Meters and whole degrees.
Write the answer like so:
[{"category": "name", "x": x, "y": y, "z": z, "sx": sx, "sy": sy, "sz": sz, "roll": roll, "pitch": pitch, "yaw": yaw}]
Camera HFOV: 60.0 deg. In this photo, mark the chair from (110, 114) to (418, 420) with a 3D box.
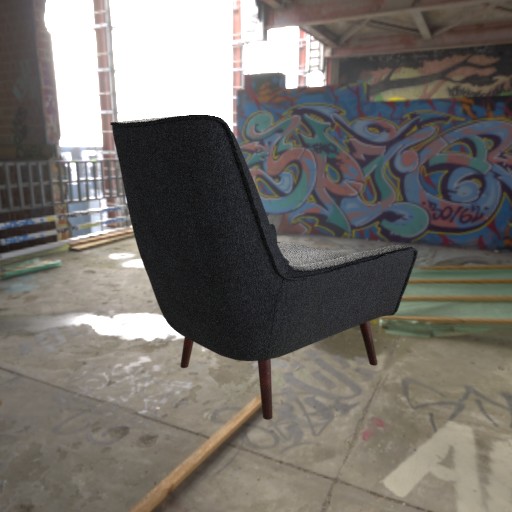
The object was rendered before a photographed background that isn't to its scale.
[{"category": "chair", "x": 0.000, "y": 0.000, "z": 1.518, "sx": 0.859, "sy": 0.883, "sz": 0.763, "roll": -13, "pitch": 19, "yaw": -42}]
